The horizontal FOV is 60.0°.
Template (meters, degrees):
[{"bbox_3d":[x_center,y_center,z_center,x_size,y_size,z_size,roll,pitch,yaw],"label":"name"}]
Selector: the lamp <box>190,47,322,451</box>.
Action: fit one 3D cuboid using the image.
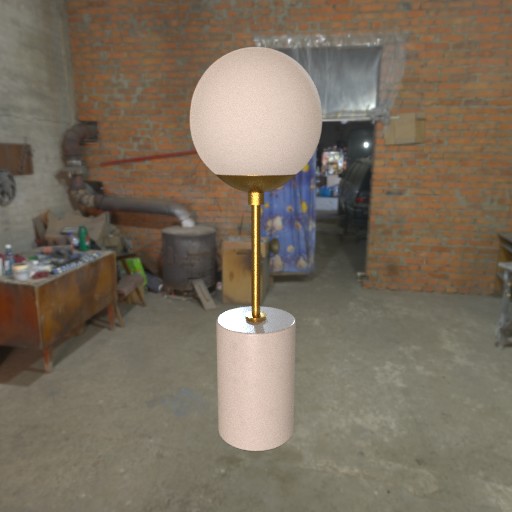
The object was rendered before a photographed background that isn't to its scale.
[{"bbox_3d":[0.000,0.000,0.553,0.153,0.480,0.153,0,12,0],"label":"lamp"}]
